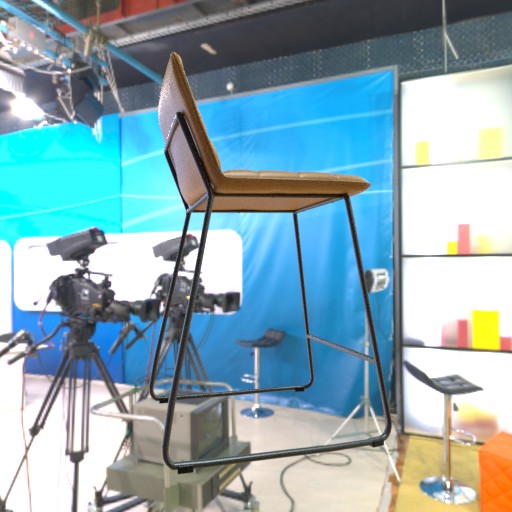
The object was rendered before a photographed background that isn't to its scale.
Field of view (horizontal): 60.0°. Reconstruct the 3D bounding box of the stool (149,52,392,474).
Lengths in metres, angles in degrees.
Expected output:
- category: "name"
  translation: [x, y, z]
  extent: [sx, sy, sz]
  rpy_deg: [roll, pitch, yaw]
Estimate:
- category: "stool"
  translation: [0.000, 0.000, 1.173]
  extent: [0.524, 0.866, 0.489]
  rpy_deg: [0, -1, -17]
